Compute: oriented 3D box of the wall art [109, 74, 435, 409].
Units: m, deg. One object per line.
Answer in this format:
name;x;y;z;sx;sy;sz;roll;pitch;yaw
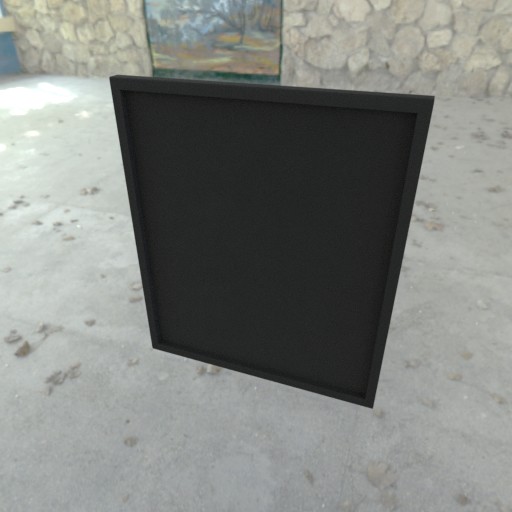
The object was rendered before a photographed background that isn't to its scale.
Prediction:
wall art;0.000;0.000;0.696;0.432;0.508;0.021;11;33;17
